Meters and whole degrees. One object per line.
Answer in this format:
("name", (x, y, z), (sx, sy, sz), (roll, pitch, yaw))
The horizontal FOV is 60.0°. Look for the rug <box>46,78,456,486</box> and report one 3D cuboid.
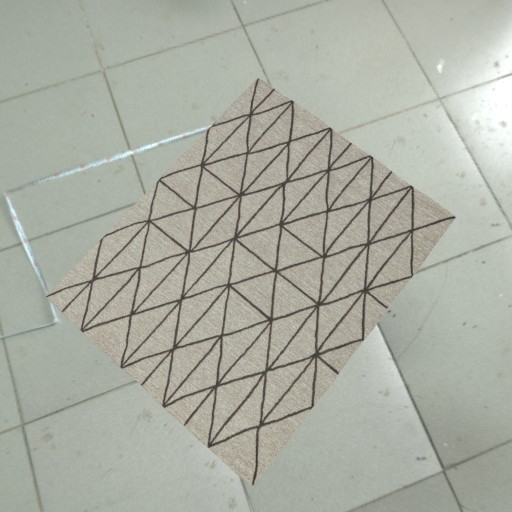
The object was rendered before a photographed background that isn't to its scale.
("rug", (0.000, 0.000, 4.122), (2.468, 0.022, 3.061), (39, 78, 10))
